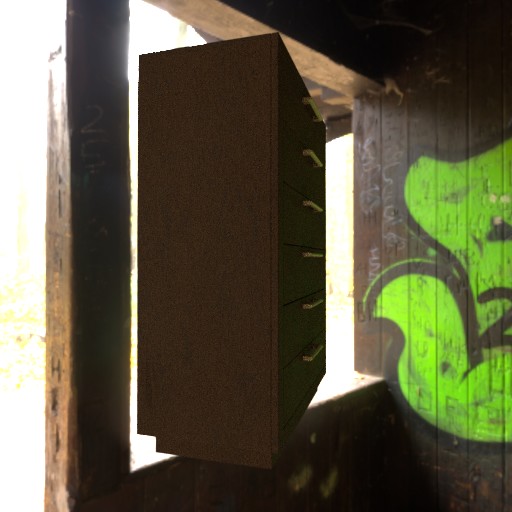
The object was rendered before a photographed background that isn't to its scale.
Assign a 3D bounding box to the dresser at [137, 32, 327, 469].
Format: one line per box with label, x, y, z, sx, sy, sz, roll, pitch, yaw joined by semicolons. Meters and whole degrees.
dresser;0.000;0.000;1.833;0.516;1.320;0.964;0;-1;17
